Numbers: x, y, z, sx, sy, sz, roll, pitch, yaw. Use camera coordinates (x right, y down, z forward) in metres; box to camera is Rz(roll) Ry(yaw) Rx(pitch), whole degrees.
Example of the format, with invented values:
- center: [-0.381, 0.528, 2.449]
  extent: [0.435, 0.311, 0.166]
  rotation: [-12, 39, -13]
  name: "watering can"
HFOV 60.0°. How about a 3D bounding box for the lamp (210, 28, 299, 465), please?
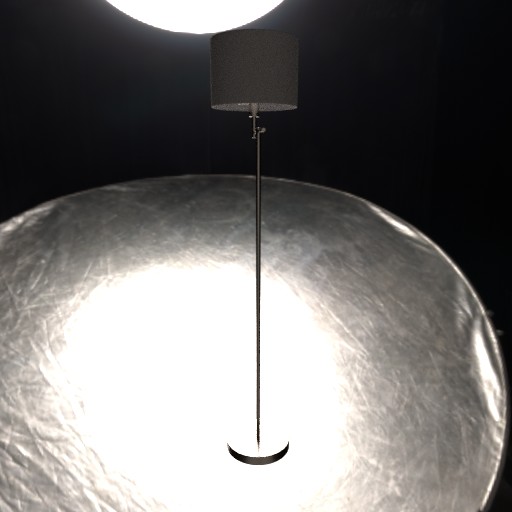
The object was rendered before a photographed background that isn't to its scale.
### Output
- center: [0.000, 0.000, 1.762]
  extent: [0.324, 1.600, 0.416]
  rotation: [-2, 14, -8]
  name: "lamp"
